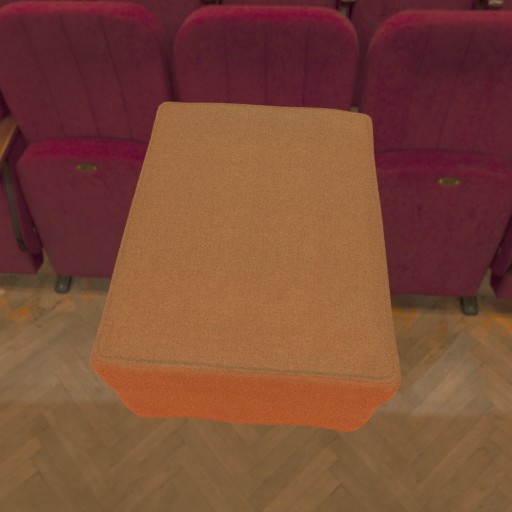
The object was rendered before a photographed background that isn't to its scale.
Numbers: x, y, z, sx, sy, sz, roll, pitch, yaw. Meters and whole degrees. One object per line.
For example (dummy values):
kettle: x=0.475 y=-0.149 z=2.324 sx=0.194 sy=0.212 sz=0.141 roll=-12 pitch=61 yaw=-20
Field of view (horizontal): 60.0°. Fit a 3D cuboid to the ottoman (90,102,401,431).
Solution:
ottoman: x=0.000 y=0.000 z=1.263 sx=0.650 sy=0.485 sz=0.833 roll=3 pitch=58 yaw=2
